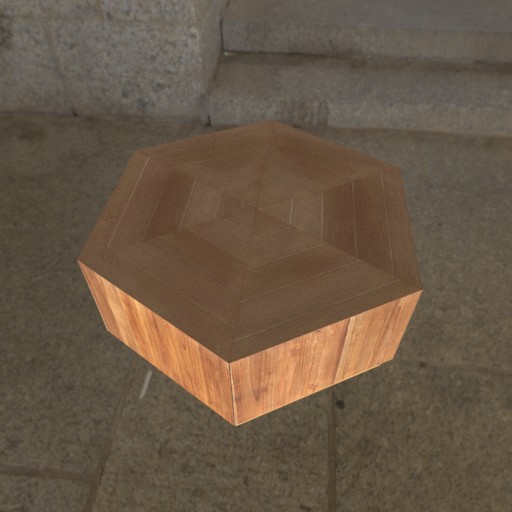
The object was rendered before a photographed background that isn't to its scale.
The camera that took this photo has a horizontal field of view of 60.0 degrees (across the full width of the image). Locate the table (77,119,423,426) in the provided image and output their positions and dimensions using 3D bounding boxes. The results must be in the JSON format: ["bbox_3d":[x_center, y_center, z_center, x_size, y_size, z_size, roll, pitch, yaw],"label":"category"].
[{"bbox_3d":[0.000,0.000,1.633,1.154,0.456,1.000,-18,49,-16],"label":"table"}]
